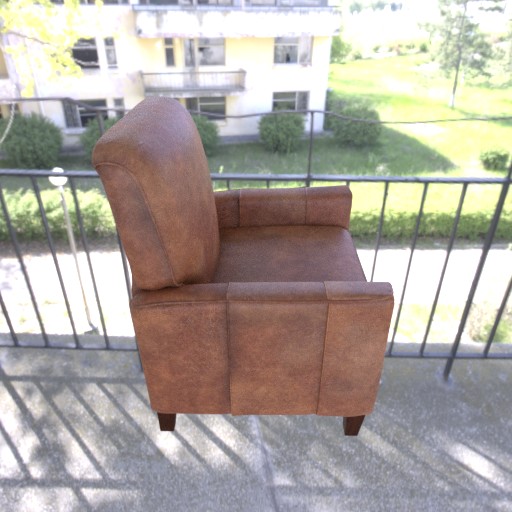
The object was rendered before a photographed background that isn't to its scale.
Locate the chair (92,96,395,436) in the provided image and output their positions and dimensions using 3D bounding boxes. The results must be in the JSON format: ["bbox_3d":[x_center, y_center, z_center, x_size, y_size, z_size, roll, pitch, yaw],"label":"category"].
[{"bbox_3d":[0.000,0.000,1.636,0.836,1.043,0.843,1,31,1],"label":"chair"}]
